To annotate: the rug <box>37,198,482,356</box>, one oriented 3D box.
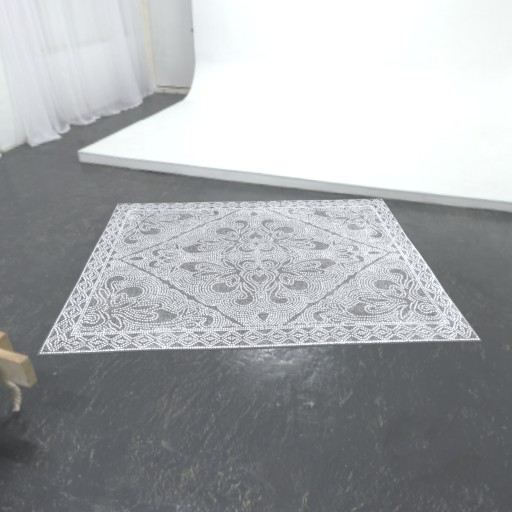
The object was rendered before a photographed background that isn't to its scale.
[{"bbox_3d":[0.000,0.000,4.034,3.048,0.012,2.438,-1,31,-2],"label":"rug"}]
